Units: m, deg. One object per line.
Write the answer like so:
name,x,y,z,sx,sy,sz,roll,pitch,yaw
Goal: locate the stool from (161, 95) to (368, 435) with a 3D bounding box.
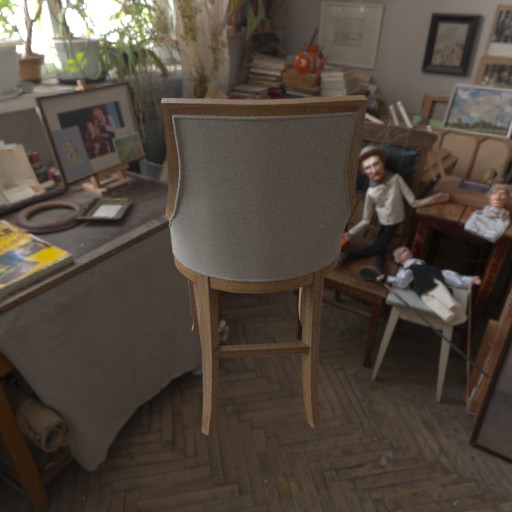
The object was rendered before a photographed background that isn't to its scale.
stool,0.000,0.000,1.447,0.524,1.101,0.626,-2,31,-4
